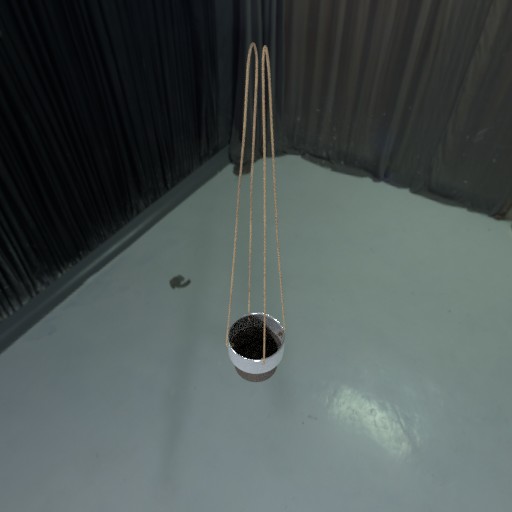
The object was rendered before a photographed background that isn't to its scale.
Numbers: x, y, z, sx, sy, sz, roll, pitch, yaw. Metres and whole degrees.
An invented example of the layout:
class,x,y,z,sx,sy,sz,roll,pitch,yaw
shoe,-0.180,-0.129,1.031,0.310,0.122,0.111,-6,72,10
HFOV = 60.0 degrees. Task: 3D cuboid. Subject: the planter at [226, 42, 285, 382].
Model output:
class,x,y,z,sx,sy,sz,roll,pitch,yaw
planter,0.000,0.000,1.162,0.187,1.073,0.187,23,50,20
